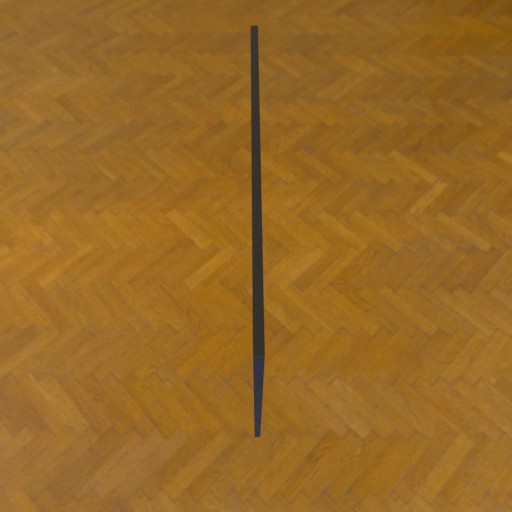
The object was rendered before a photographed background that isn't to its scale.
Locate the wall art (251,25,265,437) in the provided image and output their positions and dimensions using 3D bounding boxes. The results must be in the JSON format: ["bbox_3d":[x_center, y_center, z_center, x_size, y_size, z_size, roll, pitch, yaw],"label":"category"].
[{"bbox_3d":[0.000,0.000,0.836,0.012,0.558,0.562,-1,60,0],"label":"wall art"}]
